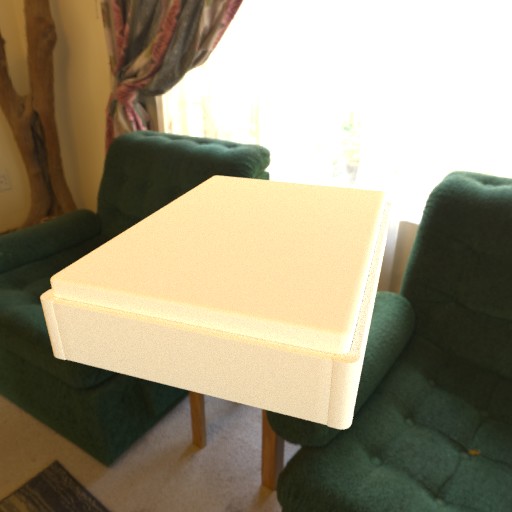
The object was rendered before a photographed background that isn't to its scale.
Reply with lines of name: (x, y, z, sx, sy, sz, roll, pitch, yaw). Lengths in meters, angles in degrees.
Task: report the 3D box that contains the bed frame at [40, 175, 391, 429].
bed frame: (0.000, 0.000, 2.605, 1.400, 0.406, 1.900, 8, 27, 17)
